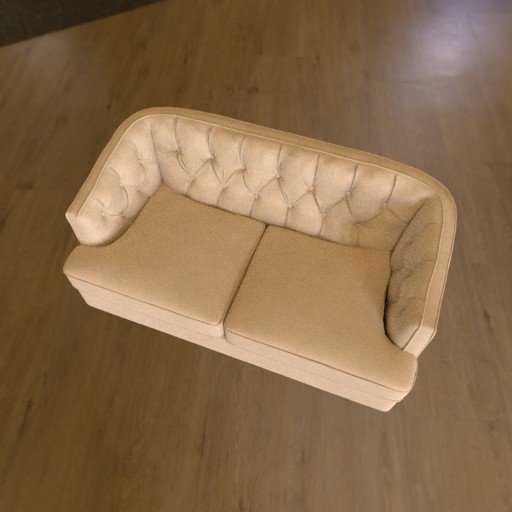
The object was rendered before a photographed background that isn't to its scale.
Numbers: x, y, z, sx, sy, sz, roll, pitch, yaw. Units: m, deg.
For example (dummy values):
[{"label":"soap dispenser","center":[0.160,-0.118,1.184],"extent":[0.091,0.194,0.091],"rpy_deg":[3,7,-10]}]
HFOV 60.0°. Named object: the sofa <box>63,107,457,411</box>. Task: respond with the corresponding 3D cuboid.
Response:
[{"label":"sofa","center":[0.000,0.000,2.273],"extent":[1.731,0.878,0.940],"rpy_deg":[17,59,11]}]
